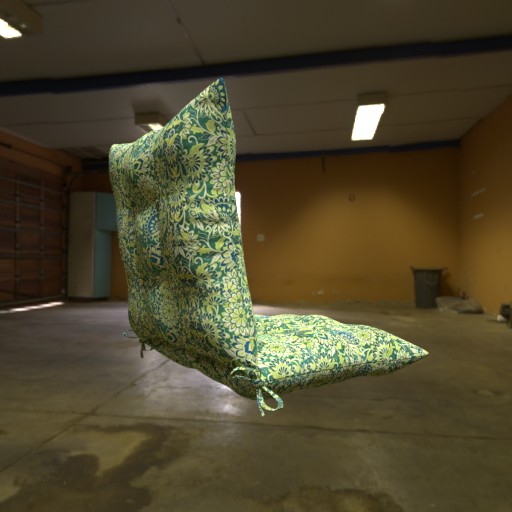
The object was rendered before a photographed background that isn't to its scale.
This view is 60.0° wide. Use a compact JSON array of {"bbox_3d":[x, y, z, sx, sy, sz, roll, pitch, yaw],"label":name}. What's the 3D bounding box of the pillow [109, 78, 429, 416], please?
[{"bbox_3d":[0.000,0.000,1.007,0.585,0.536,0.541,0,-1,-36],"label":"pillow"}]
